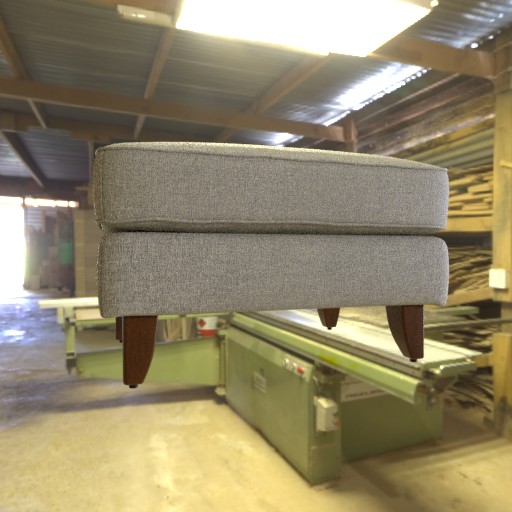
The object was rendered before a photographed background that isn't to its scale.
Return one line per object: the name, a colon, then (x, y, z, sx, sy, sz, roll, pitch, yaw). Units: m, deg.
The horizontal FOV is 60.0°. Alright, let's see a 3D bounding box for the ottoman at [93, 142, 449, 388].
ottoman: (0.000, 0.000, 1.304, 0.889, 0.561, 0.661, 0, 1, -18)
